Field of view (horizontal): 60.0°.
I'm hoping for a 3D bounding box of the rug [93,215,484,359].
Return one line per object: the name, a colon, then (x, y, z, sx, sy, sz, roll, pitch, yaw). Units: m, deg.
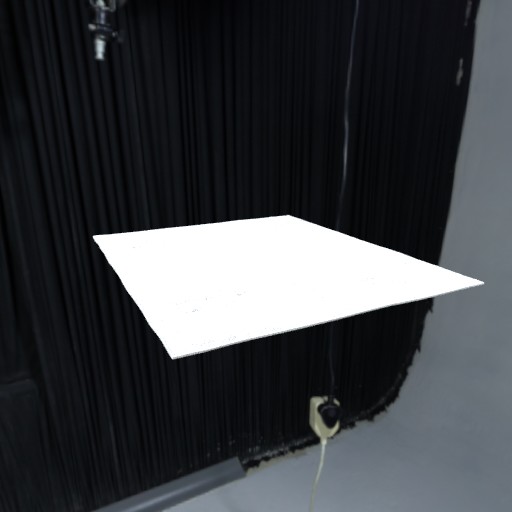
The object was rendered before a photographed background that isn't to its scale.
rug: (0.000, 0.000, 0.906, 0.548, 0.006, 0.639, -8, 19, -26)
